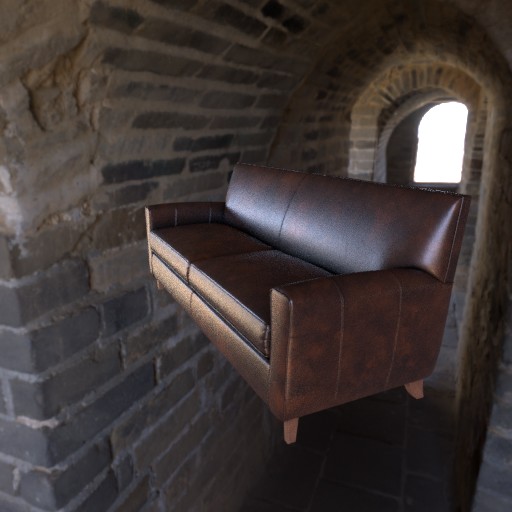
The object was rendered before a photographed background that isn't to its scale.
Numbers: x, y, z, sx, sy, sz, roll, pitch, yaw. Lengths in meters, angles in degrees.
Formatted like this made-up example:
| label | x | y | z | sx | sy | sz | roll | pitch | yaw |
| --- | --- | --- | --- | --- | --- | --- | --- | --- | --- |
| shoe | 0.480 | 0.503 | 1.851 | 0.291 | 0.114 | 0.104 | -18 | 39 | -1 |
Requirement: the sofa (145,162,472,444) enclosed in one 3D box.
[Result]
| label | x | y | z | sx | sy | sz | roll | pitch | yaw |
| --- | --- | --- | --- | --- | --- | --- | --- | --- | --- |
| sofa | 0.000 | 0.000 | 2.422 | 0.786 | 0.871 | 1.995 | -8 | 17 | -25 |
